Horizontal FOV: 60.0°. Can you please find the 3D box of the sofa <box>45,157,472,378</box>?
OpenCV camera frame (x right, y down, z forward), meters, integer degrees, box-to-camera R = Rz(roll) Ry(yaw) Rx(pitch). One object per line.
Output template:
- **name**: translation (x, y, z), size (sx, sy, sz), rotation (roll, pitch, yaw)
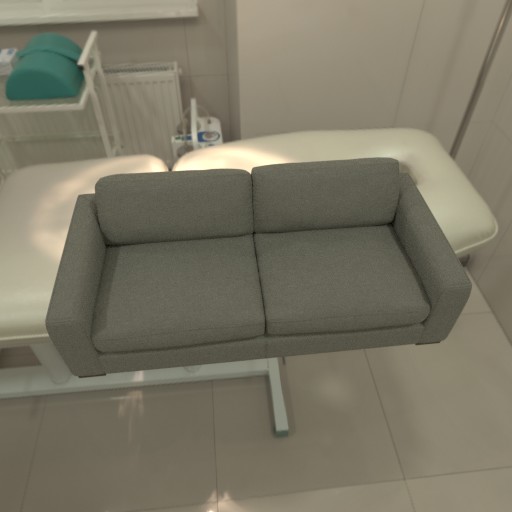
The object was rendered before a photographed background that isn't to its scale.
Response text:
- **sofa**: translation (0.000, 0.000, 2.730), size (2.262, 0.801, 1.070), rotation (-5, 47, -4)
